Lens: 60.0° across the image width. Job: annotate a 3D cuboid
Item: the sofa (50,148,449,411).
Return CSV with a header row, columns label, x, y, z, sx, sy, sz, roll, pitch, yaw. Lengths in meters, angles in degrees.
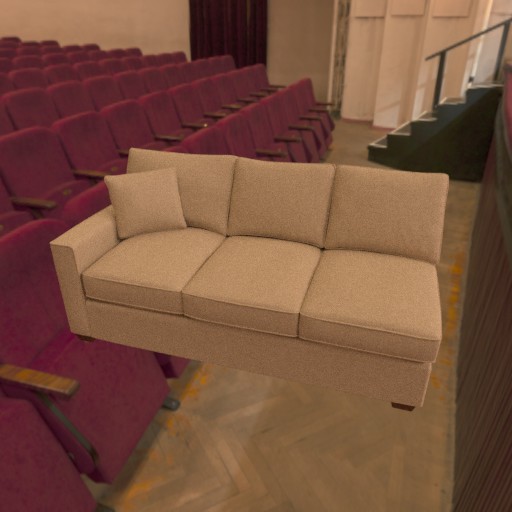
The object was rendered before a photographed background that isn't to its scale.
label,x,y,z,sx,sy,sz,roll,pitch,yaw
sofa,0.000,0.000,2.527,1.962,0.946,1.034,8,29,15
